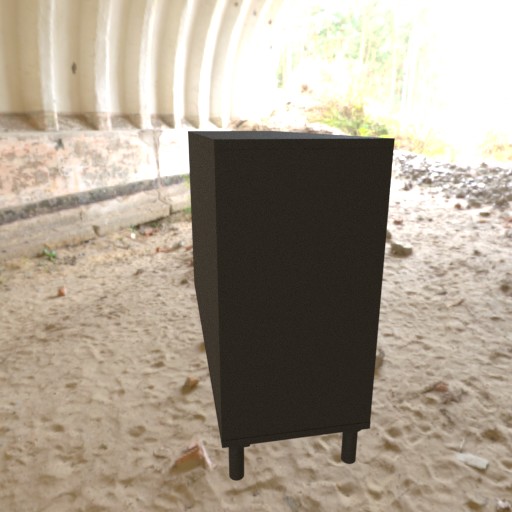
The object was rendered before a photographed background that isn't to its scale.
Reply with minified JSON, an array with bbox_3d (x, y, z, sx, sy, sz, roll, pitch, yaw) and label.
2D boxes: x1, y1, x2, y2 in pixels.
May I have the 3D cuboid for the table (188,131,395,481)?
[{"bbox_3d":[0.000,0.000,1.603,0.400,0.855,1.200,-3,17,-10],"label":"table"}]
